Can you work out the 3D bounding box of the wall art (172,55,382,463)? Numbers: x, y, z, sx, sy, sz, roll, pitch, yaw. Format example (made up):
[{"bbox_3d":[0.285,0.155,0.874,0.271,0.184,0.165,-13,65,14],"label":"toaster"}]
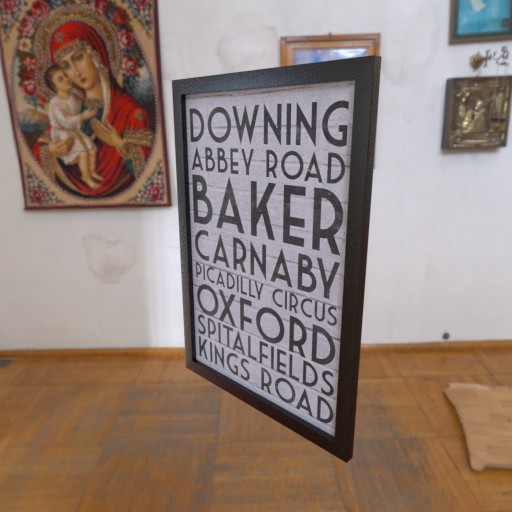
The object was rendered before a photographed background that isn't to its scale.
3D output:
[{"bbox_3d":[0.000,0.000,0.556,0.304,0.432,0.013,15,22,42],"label":"wall art"}]
